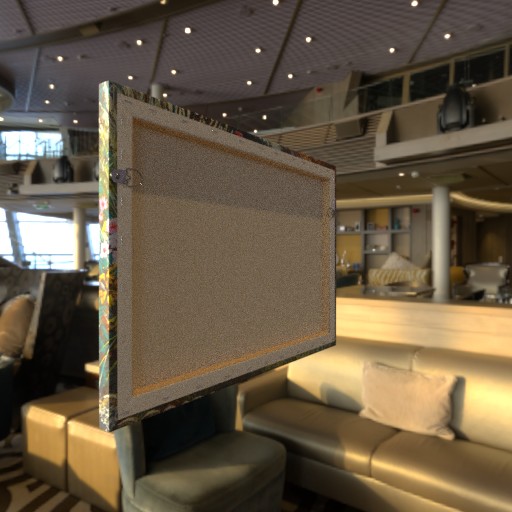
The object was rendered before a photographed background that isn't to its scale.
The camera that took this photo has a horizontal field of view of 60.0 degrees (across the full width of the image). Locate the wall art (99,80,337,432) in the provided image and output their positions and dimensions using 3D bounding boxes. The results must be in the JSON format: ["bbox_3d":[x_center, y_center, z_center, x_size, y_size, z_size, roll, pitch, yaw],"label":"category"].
[{"bbox_3d":[0.000,0.000,1.427,0.042,0.760,1.136,0,0,35],"label":"wall art"}]
